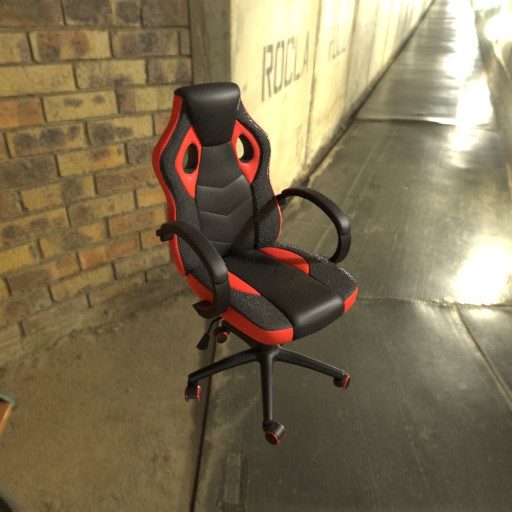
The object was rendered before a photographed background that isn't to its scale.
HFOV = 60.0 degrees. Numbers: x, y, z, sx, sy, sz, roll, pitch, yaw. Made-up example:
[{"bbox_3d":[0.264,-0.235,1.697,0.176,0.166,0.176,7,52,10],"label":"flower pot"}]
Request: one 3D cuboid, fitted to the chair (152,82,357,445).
[{"bbox_3d":[0.000,0.000,1.468,0.600,1.016,0.642,-20,35,-32],"label":"chair"}]
